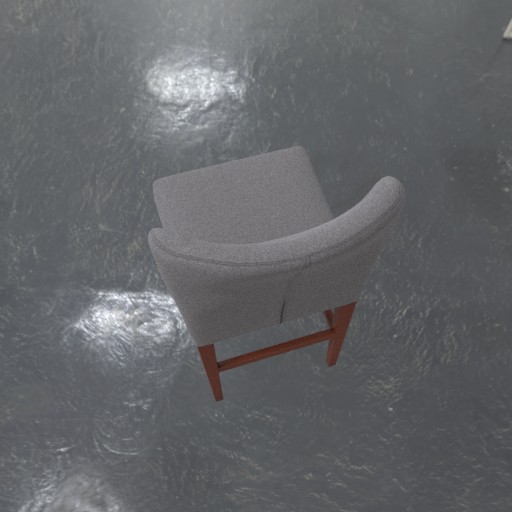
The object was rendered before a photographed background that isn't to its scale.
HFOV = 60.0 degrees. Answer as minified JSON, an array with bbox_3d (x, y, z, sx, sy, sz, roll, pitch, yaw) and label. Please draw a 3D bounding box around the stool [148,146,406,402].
[{"bbox_3d":[0.000,0.000,1.251,0.481,0.968,0.568,-15,62,-8],"label":"stool"}]
